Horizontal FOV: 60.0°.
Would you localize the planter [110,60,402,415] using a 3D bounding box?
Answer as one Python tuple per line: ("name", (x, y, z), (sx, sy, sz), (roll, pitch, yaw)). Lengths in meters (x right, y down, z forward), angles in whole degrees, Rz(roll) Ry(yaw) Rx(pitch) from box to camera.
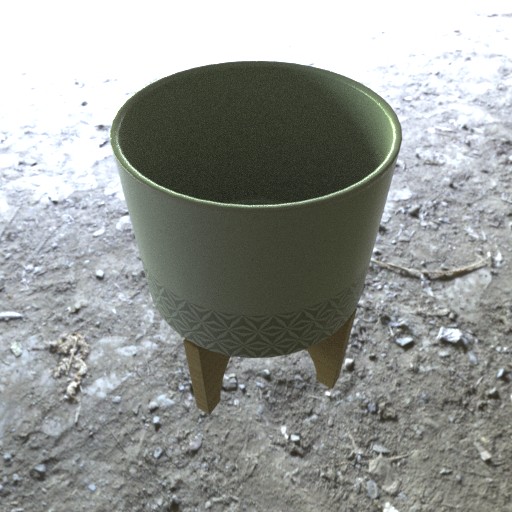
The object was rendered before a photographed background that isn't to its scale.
("planter", (0.000, 0.000, 0.384), (0.188, 0.260, 0.188), (0, 46, 0))
